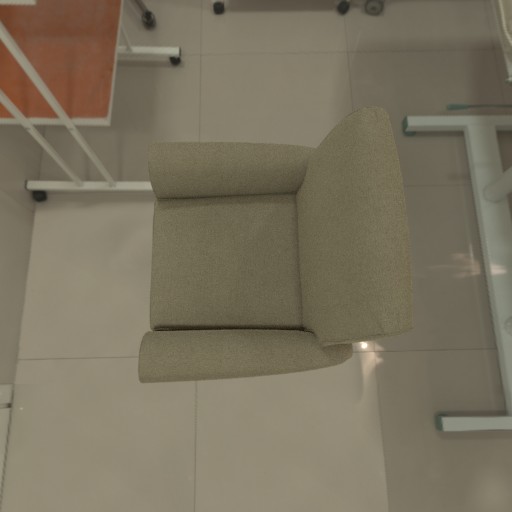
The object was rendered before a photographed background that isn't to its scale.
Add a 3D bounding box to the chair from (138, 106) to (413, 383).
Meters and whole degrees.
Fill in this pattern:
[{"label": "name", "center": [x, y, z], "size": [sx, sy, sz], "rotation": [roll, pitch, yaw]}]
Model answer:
[{"label": "chair", "center": [0.000, 0.000, 1.808], "size": [0.905, 1.061, 0.978], "rotation": [-1, 75, 0]}]
